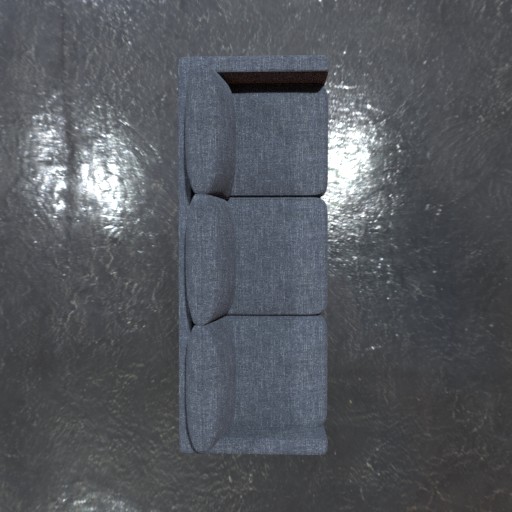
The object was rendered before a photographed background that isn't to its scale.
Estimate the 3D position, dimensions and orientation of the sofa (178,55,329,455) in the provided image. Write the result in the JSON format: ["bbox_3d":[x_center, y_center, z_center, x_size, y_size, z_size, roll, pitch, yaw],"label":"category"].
[{"bbox_3d":[0.000,0.000,2.677,0.859,0.874,2.218,0,91,2],"label":"sofa"}]
